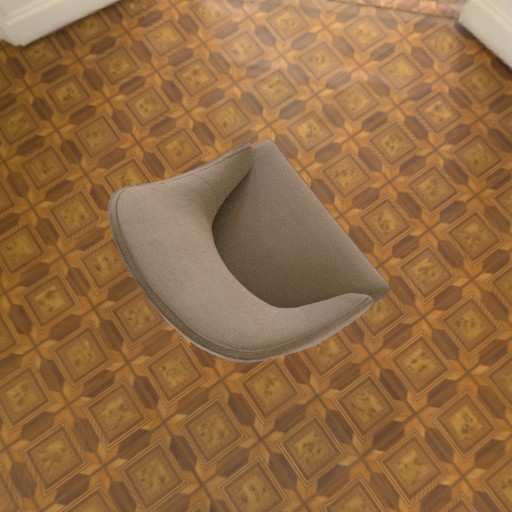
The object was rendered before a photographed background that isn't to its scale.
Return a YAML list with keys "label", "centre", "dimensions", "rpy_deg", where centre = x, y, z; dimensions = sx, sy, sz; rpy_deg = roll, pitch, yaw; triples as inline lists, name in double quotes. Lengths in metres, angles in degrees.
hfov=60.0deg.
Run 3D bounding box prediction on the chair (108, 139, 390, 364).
- label: "chair"
  centre: [0.000, 0.000, 1.310]
  dimensions: [0.575, 0.889, 0.643]
  rpy_deg: [-35, 78, -8]
